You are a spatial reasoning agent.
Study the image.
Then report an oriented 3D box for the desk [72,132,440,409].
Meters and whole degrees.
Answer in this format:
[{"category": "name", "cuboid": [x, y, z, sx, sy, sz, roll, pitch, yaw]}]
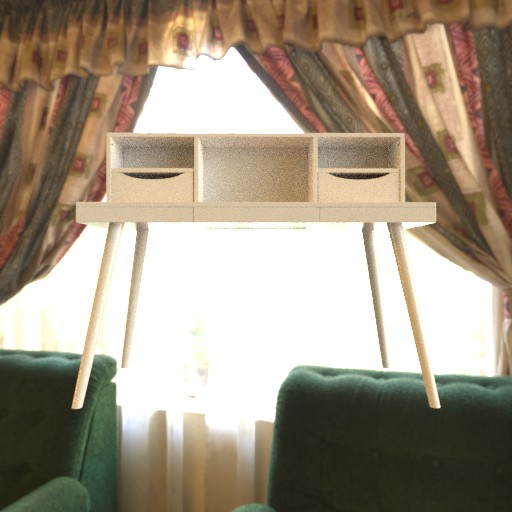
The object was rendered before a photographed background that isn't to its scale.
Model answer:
[{"category": "desk", "cuboid": [0.000, 0.000, 1.713, 1.199, 0.990, 0.559, 0, -1, 0]}]
